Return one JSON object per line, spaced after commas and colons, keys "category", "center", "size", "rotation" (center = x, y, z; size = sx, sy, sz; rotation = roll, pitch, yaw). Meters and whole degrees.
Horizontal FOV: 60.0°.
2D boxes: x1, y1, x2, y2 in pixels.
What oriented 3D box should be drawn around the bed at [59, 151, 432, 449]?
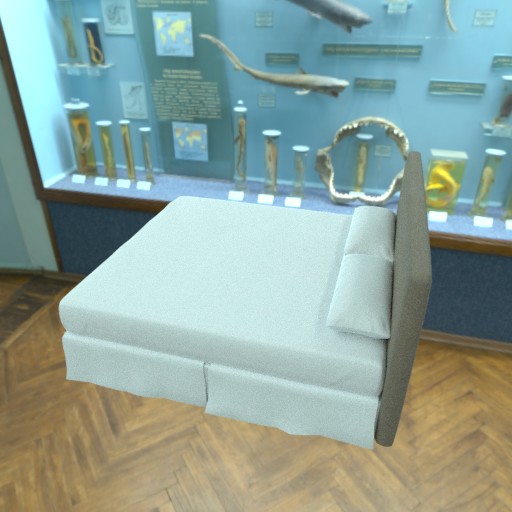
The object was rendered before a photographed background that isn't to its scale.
{"category": "bed", "center": [0.000, 0.000, 3.498], "size": [2.341, 1.317, 2.119], "rotation": [8, 31, 14]}
